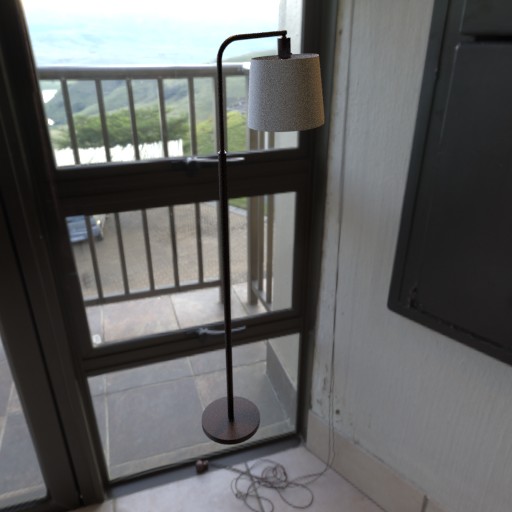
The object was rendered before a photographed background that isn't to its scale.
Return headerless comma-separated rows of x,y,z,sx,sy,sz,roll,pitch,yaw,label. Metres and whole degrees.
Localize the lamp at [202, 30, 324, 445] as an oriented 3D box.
0.000,0.000,1.624,0.508,1.478,0.254,-18,31,-32,lamp
